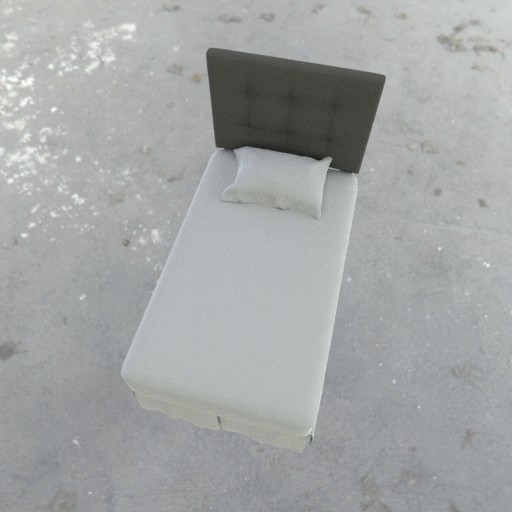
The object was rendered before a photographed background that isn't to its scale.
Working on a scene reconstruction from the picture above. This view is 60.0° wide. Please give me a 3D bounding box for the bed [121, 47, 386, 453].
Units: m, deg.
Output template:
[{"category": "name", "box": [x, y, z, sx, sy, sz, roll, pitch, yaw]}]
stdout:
[{"category": "bed", "box": [0.000, 0.000, 2.923, 1.261, 1.571, 1.997, 12, 59, 7]}]
